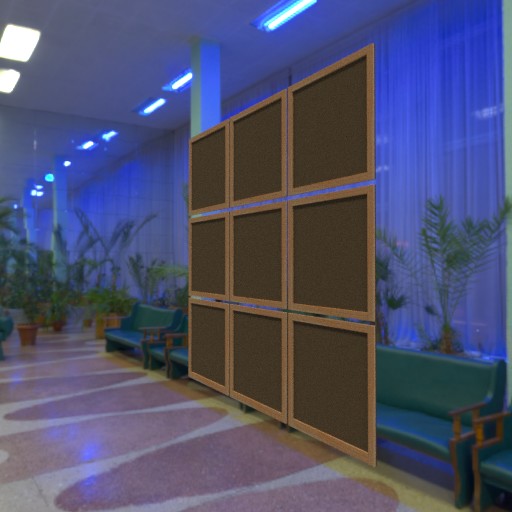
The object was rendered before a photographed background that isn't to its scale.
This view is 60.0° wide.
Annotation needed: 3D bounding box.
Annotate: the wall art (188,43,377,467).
[{"bbox_3d":[0.000,0.000,2.223,0.013,1.525,1.520,1,-1,-34],"label":"wall art"}]
